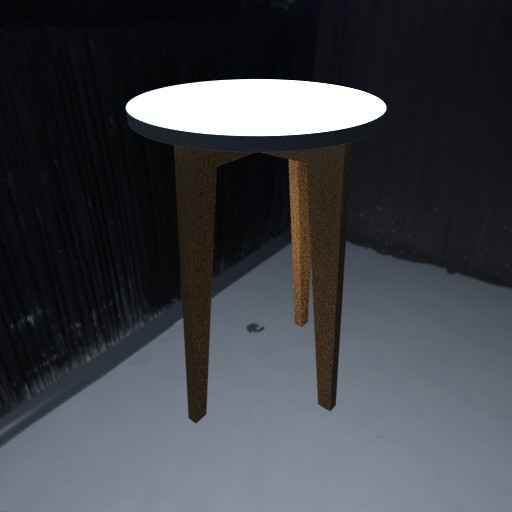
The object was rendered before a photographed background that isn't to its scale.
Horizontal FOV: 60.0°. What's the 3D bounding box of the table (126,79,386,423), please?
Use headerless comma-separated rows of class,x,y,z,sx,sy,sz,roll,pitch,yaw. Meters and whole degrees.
table,0.000,0.000,0.742,0.350,0.500,0.350,0,31,0
